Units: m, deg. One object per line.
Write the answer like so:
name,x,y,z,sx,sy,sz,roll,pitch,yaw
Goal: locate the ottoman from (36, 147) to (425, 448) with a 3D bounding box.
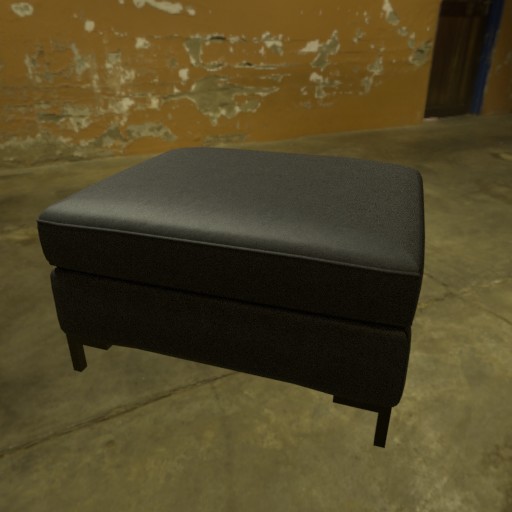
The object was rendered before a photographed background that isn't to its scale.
ottoman,0.000,0.000,1.754,1.187,0.696,0.967,8,27,16
